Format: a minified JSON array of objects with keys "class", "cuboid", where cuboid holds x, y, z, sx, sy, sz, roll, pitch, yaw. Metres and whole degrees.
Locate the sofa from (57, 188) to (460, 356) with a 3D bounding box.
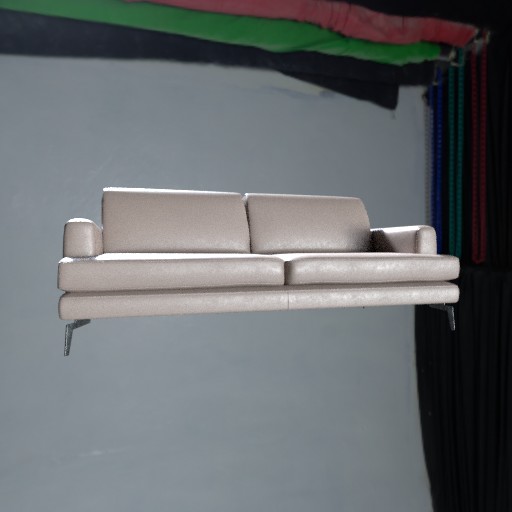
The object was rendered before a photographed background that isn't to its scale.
[{"class":"sofa","cuboid":[0.000,0.000,2.466,1.940,0.765,0.974,0,1,-18]}]
